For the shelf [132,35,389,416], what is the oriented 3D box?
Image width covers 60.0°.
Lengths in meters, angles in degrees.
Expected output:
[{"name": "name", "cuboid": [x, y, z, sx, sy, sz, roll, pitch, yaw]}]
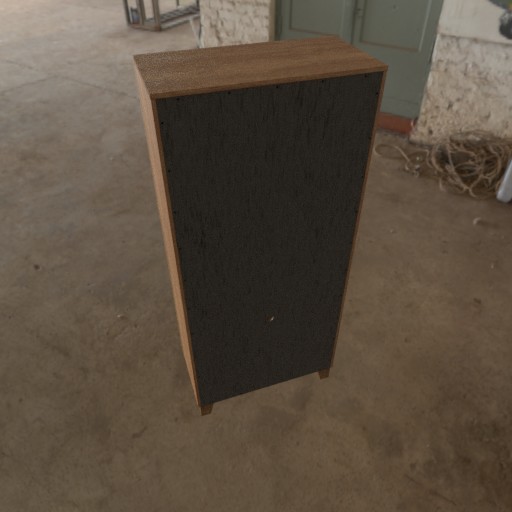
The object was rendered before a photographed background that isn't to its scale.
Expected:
[{"name": "shelf", "cuboid": [0.000, 0.000, 2.286, 0.864, 1.930, 0.453, -13, 42, -14]}]
